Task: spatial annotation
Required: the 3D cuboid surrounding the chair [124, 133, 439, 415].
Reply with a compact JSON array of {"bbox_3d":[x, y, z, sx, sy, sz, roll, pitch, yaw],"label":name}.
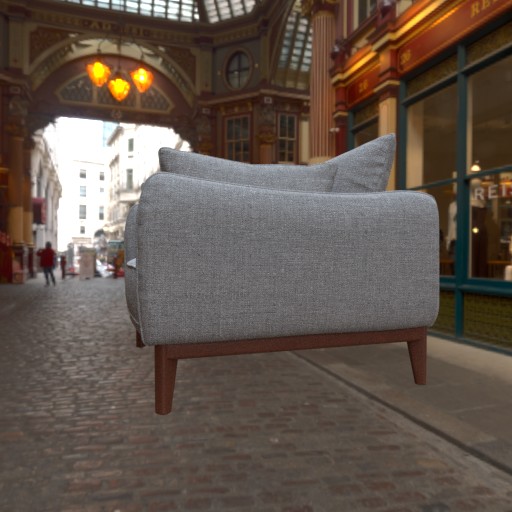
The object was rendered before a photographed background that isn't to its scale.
[{"bbox_3d":[0.000,0.000,1.725,0.976,0.839,0.993,0,1,-18],"label":"chair"}]
